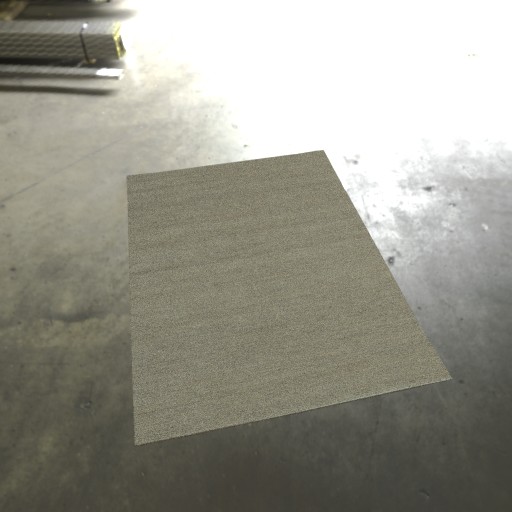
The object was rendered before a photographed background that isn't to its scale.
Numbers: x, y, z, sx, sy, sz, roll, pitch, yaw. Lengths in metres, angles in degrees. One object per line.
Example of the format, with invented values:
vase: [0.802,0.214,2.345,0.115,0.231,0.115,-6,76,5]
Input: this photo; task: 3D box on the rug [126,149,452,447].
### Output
rug: [0.000,0.000,4.895,2.757,0.051,3.626,-9,48,-8]
